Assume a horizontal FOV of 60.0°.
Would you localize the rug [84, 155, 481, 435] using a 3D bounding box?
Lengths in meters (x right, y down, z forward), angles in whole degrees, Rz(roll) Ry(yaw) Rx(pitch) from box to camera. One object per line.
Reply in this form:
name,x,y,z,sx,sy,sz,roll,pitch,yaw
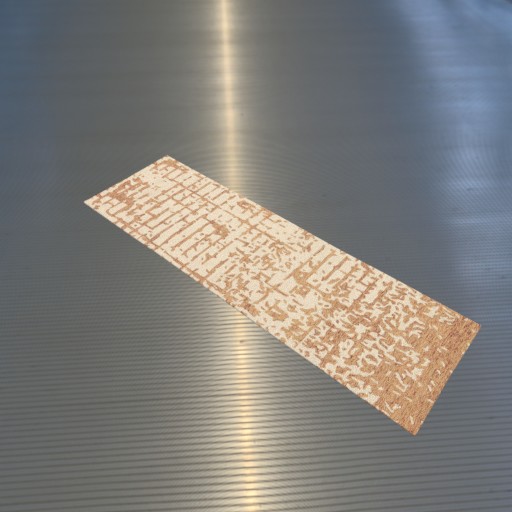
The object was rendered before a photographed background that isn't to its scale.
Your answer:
rug,0.000,0.000,2.650,2.435,0.011,0.750,32,54,27
